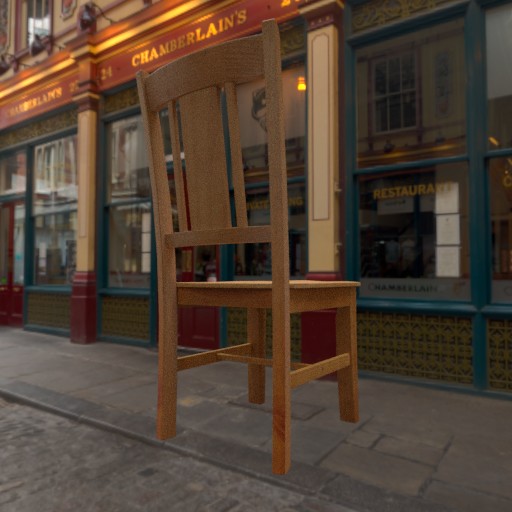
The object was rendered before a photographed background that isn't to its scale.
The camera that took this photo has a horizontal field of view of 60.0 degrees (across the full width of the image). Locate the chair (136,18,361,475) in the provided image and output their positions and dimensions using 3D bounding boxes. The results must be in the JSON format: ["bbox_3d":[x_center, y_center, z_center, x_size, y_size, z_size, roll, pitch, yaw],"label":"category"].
[{"bbox_3d":[0.000,0.000,1.270,0.450,0.998,0.556,-2,-4,35],"label":"chair"}]
